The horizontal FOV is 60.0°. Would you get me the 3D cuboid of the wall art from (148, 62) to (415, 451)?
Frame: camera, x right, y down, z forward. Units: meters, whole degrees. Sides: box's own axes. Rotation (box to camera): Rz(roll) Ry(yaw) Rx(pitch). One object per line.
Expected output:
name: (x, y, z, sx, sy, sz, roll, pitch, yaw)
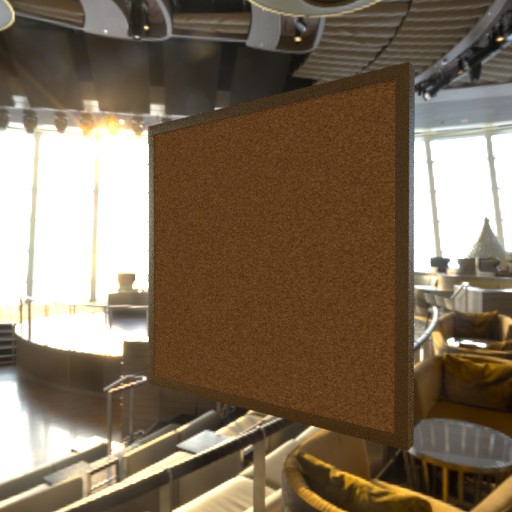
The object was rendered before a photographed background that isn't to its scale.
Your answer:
wall art: (0.000, 0.000, 1.110, 0.767, 0.765, 0.036, 0, 1, 36)
